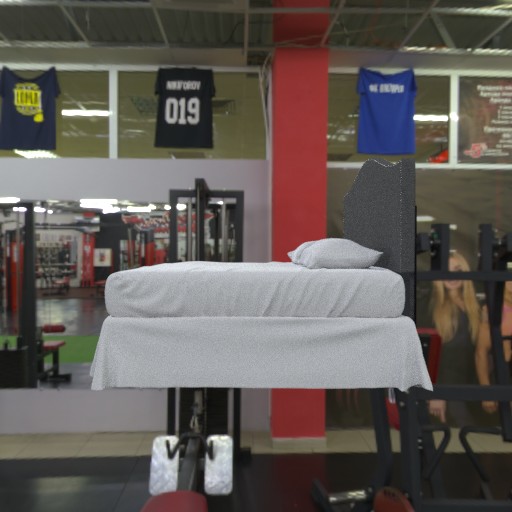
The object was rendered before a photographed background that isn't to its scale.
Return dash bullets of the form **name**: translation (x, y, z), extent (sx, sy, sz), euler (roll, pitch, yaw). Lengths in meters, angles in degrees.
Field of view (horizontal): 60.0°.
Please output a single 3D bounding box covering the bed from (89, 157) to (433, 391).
- **bed**: translation (0.000, 0.000, 3.817), extent (2.219, 1.651, 2.314), euler (0, 1, 0)
